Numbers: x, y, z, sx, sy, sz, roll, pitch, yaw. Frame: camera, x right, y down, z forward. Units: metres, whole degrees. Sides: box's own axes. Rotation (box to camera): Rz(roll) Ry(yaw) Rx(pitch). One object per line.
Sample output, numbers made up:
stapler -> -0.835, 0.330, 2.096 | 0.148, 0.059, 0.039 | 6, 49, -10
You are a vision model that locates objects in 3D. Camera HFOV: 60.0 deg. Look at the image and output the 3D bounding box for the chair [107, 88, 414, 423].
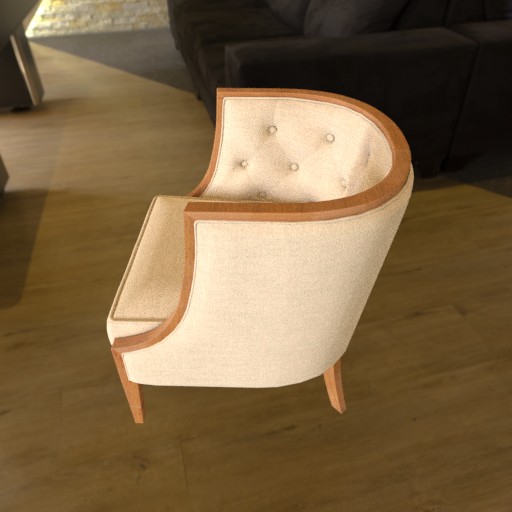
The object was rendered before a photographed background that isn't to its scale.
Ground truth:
chair -> 0.000, 0.000, 1.347 | 0.757, 0.775, 0.711 | 1, 40, 1
